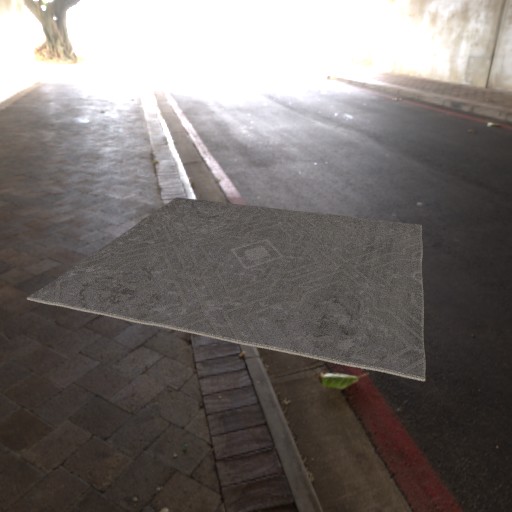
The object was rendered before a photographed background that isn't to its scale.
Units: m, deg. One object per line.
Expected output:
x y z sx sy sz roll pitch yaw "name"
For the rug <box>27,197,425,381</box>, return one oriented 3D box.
0.000 0.000 0.893 0.639 0.006 0.548 8 28 16 "rug"
